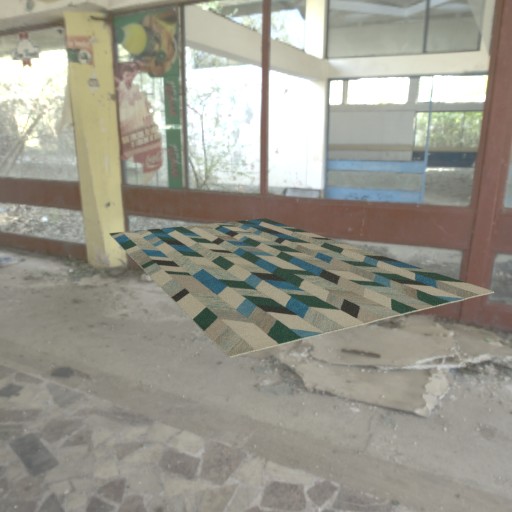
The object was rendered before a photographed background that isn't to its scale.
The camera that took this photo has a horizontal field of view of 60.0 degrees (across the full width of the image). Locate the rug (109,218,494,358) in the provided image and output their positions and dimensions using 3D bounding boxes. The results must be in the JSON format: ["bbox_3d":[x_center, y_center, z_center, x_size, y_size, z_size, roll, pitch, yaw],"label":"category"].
[{"bbox_3d":[0.000,0.000,2.982,1.507,0.007,2.433,-8,17,-27],"label":"rug"}]
